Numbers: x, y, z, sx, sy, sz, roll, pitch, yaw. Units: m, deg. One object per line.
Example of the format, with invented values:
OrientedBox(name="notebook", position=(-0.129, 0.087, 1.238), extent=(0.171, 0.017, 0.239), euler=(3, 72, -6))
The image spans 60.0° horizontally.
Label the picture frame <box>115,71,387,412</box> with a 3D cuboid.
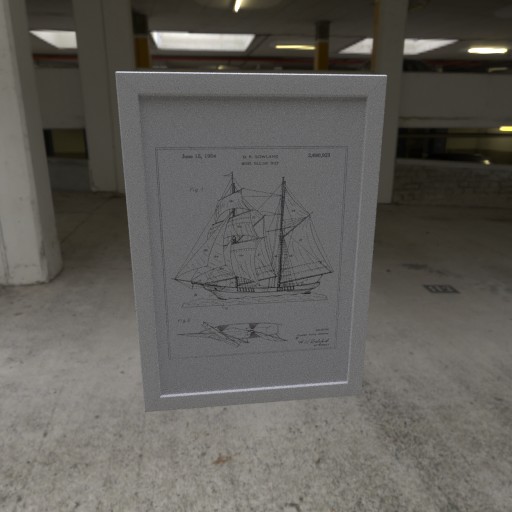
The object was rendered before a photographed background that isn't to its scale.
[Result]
OrientedBox(name="picture frame", position=(0.000, 0.000, 0.699), extent=(0.381, 0.534, 0.012), euler=(-2, 17, -7))
